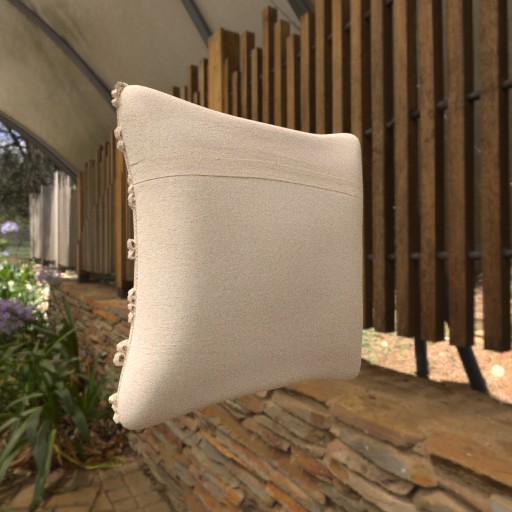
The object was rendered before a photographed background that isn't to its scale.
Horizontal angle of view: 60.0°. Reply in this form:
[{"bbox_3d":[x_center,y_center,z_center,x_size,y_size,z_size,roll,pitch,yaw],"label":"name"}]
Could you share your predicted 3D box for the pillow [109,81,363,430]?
[{"bbox_3d":[0.000,0.000,0.658,0.437,0.427,0.145,0,0,-37],"label":"pillow"}]
